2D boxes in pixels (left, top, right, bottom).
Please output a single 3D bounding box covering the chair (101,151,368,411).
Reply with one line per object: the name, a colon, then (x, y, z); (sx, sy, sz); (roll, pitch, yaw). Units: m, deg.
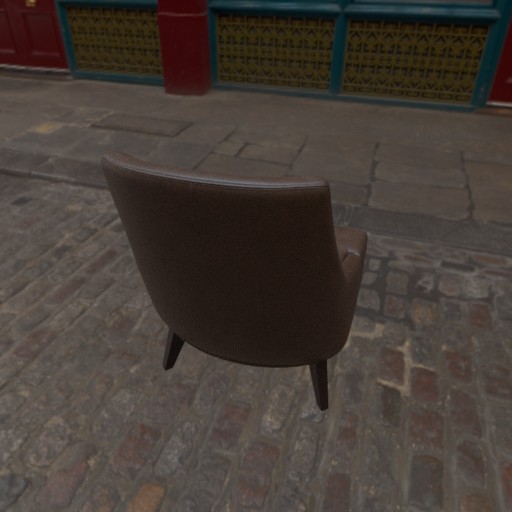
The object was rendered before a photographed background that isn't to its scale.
chair: (0.000, 0.000, 1.500); (0.701, 0.909, 0.861); (10, 34, 15)
